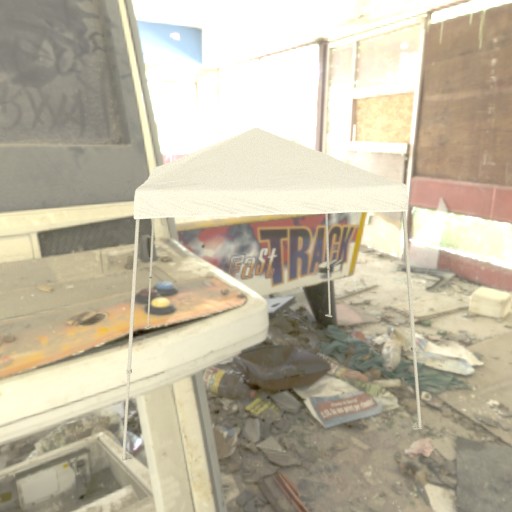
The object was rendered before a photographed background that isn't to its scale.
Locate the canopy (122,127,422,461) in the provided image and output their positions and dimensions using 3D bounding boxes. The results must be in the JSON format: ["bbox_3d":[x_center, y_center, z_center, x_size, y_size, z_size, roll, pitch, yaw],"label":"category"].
[{"bbox_3d":[0.000,0.000,6.443,3.600,3.600,3.599,-2,16,-9],"label":"canopy"}]
